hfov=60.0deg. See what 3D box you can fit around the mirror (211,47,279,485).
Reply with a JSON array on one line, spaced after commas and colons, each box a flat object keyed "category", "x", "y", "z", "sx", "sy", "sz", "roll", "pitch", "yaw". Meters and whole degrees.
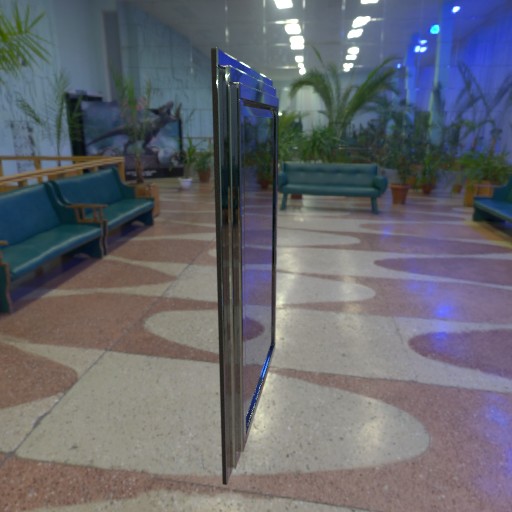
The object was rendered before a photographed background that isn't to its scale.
[{"category": "mirror", "x": 0.000, "y": 0.000, "z": 1.167, "sx": 0.039, "sy": 0.914, "sz": 0.613, "roll": 3, "pitch": 17, "yaw": 10}]
